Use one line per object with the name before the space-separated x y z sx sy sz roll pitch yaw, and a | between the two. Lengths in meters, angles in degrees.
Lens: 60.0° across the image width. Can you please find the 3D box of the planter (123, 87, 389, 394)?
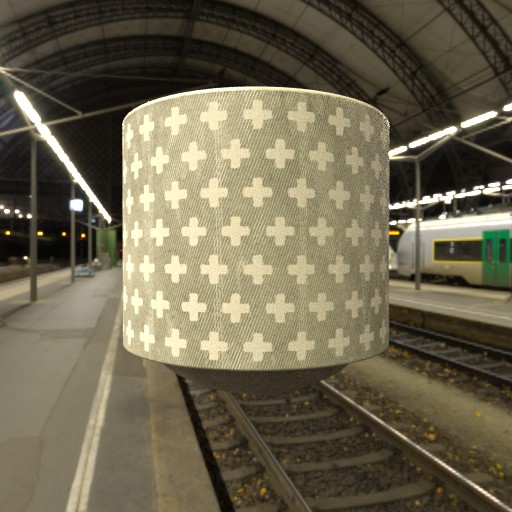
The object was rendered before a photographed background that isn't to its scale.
planter | 0.000 0.000 0.435 0.250 0.239 0.250 0 0 0
